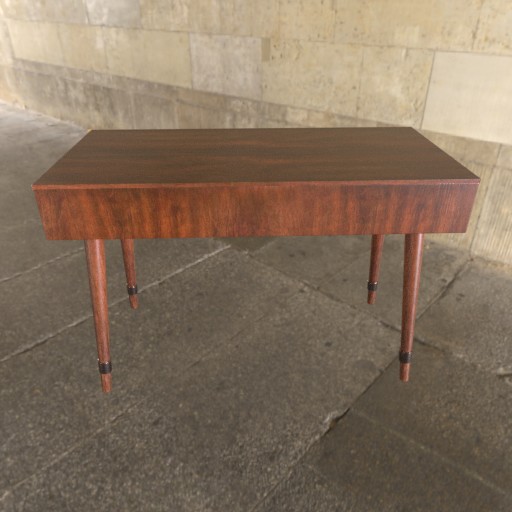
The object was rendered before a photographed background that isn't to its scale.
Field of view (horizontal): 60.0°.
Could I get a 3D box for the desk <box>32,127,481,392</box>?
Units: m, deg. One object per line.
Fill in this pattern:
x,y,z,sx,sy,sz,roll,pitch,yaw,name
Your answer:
0.000,0.000,2.128,1.577,1.031,0.734,-1,30,-2,desk
